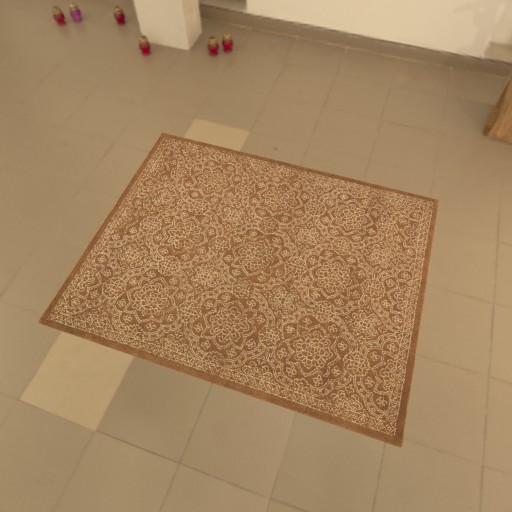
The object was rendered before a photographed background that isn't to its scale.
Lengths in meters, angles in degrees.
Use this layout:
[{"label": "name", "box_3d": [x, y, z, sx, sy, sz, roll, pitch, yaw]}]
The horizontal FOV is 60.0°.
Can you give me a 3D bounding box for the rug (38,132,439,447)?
[{"label": "rug", "box_3d": [0.000, 0.000, 4.084, 3.050, 0.015, 2.441, 16, 59, 10]}]
